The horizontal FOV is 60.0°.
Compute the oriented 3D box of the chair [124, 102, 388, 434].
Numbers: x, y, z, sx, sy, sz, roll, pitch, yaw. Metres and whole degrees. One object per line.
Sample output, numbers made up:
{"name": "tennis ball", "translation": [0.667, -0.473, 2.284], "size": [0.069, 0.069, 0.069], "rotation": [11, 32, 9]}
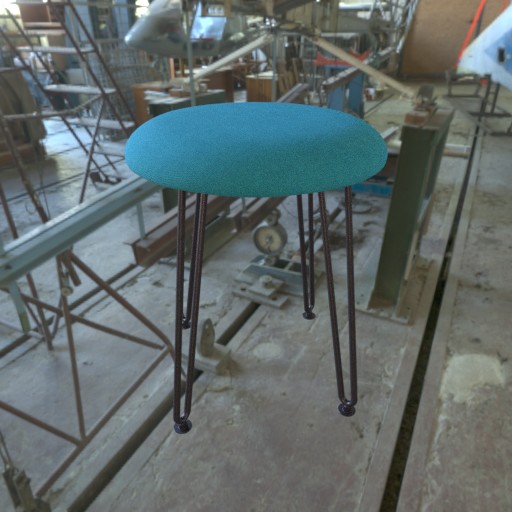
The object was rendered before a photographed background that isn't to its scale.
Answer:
{"name": "chair", "translation": [0.000, 0.000, 0.689], "size": [0.350, 0.430, 0.350], "rotation": [-9, 29, -17]}
